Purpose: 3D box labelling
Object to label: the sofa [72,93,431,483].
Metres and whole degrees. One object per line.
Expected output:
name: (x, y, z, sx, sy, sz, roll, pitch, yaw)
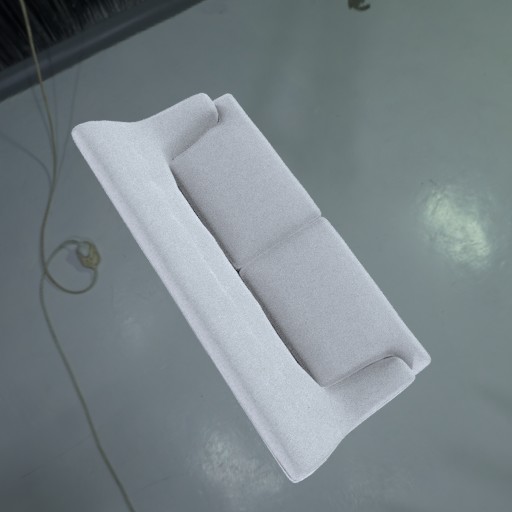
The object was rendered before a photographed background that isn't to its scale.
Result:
sofa: (0.000, 0.000, 2.498, 0.978, 0.871, 2.057, -33, 78, -8)
